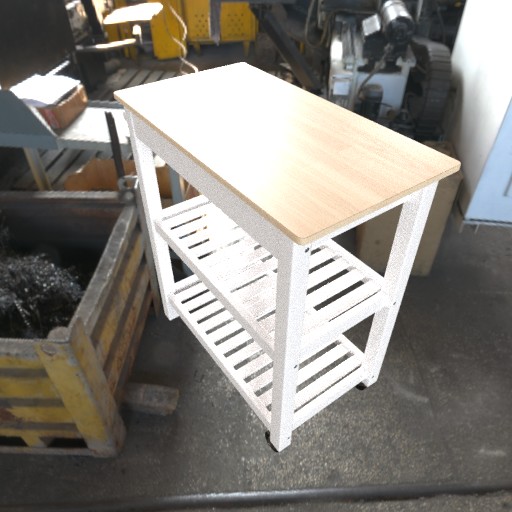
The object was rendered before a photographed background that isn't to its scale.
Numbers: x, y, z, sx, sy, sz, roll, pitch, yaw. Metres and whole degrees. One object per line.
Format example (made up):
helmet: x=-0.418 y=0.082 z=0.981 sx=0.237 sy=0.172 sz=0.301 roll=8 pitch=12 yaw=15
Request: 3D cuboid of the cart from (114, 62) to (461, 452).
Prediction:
cart: x=0.000 y=0.000 z=1.434 sx=0.457 sy=0.927 sz=0.899 roll=-25 pitch=47 yaw=-26
